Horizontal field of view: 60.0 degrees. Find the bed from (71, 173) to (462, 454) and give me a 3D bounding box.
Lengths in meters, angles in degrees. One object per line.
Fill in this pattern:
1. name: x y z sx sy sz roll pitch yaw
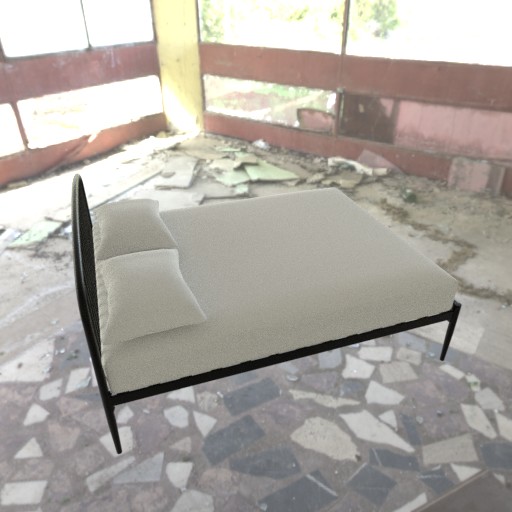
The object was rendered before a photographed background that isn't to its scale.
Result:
1. bed: 0.000 0.000 3.036 2.159 1.166 1.618 -10 33 -16
